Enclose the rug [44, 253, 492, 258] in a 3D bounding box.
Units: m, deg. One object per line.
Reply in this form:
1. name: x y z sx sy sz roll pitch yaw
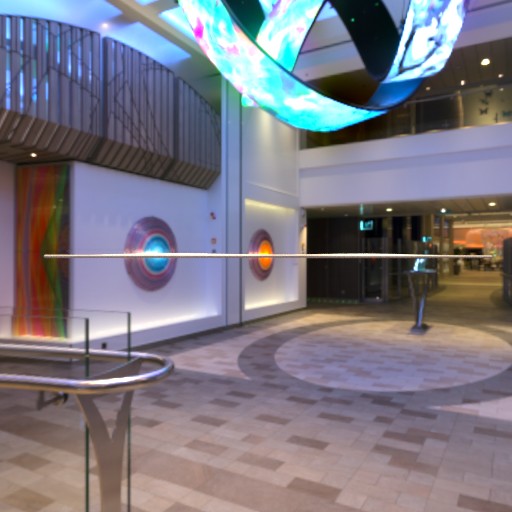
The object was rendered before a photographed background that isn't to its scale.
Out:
1. rug: 0.000 0.000 3.097 2.438 0.026 1.706 0 0 -16
